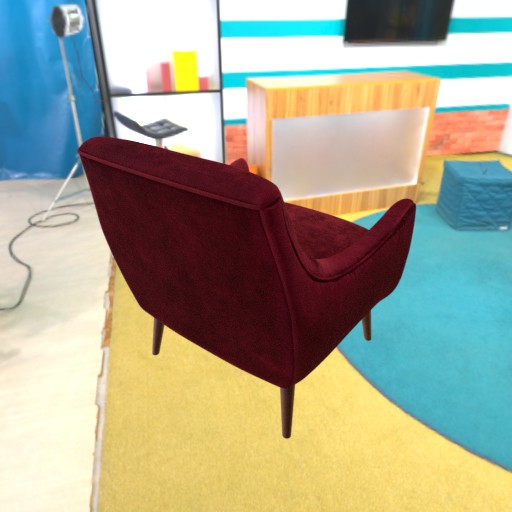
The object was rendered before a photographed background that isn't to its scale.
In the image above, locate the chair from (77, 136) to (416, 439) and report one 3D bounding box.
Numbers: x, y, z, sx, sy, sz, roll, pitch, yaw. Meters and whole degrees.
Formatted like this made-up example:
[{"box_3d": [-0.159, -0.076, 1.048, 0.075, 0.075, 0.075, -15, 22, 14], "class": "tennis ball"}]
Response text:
[{"box_3d": [0.000, 0.000, 1.449, 0.762, 0.838, 0.787, 21, 36, 32], "class": "chair"}]
